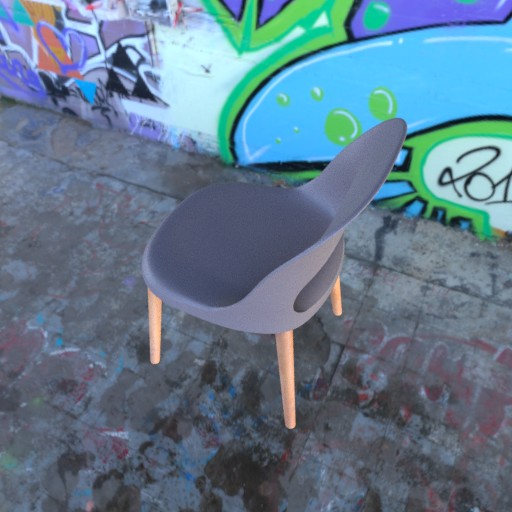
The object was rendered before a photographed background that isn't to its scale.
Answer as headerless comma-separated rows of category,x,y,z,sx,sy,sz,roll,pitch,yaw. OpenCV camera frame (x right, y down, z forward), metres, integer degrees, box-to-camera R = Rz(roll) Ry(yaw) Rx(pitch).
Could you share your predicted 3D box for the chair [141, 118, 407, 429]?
chair,0.000,0.000,1.148,0.556,0.795,0.470,19,50,17
